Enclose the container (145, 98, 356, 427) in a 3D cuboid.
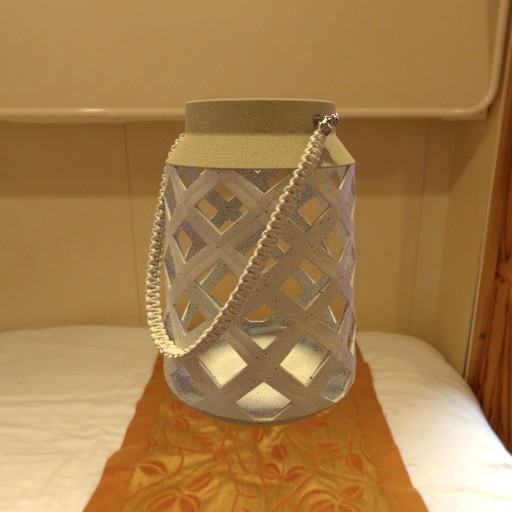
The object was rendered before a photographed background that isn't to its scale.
[{"bbox_3d":[0.000,0.000,0.404,0.188,0.264,0.198,15,22,41],"label":"container"}]
